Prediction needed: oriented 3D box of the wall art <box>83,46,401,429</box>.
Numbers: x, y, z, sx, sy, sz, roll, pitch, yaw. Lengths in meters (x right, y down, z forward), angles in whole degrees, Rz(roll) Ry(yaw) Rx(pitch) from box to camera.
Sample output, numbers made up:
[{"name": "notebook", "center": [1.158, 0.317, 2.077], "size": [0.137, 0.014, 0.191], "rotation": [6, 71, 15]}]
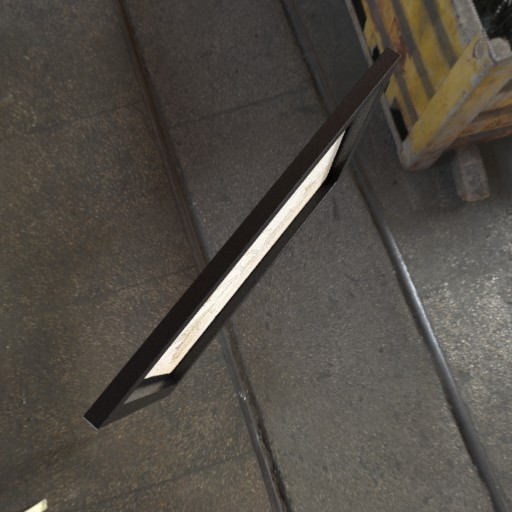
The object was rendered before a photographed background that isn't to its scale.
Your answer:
[{"name": "wall art", "center": [0.000, 0.000, 0.818], "size": [0.027, 0.458, 0.657], "rotation": [37, 80, 8]}]
